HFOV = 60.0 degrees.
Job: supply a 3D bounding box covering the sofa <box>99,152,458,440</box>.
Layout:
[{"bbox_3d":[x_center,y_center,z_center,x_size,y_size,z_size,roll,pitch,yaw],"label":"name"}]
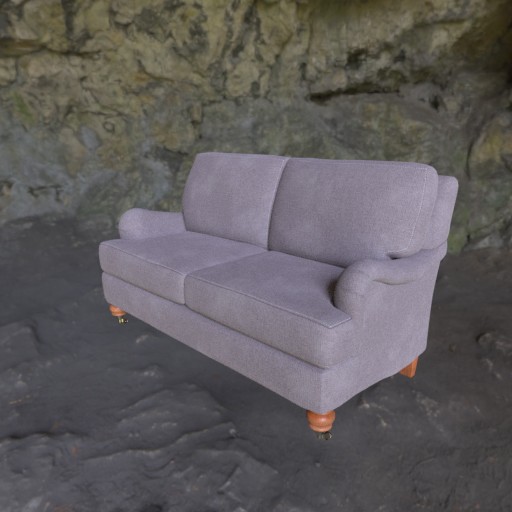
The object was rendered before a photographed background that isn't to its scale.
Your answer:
[{"bbox_3d":[0.000,0.000,2.547,1.853,1.101,1.084,15,22,43],"label":"sofa"}]
